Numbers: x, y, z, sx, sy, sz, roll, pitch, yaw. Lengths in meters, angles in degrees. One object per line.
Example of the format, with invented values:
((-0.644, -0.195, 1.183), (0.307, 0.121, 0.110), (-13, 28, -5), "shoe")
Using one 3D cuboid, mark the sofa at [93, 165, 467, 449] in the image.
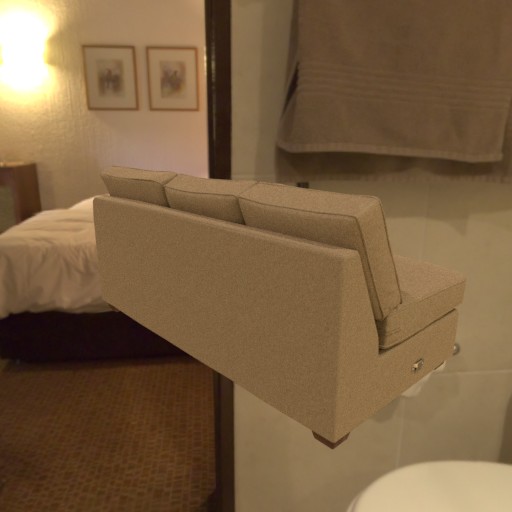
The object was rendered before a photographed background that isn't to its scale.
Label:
((0.000, 0.000, 2.493), (1.034, 0.946, 1.963), (-14, 21, -41), "sofa")
